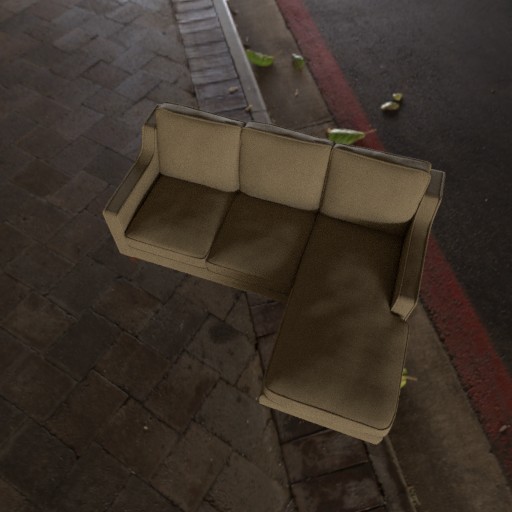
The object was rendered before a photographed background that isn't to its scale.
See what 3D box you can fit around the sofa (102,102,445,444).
[{"bbox_3d":[0.000,0.000,3.214,2.317,1.066,1.858,16,59,10],"label":"sofa"}]
